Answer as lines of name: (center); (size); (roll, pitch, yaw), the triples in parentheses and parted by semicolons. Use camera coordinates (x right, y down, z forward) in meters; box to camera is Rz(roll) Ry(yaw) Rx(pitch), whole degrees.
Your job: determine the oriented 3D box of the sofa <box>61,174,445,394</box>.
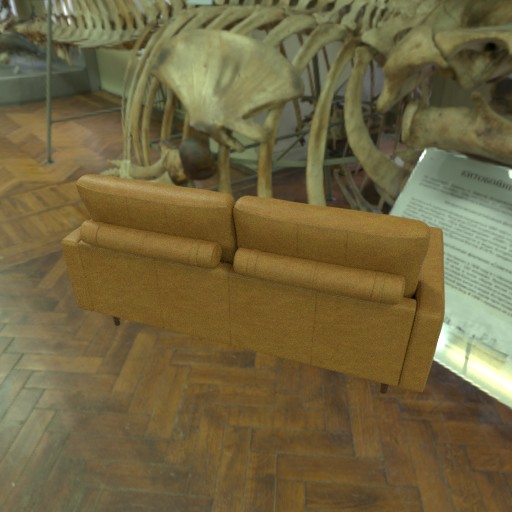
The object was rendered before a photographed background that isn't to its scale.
sofa: (0.000, 0.000, 2.315); (1.821, 0.898, 0.850); (10, 33, 16)
